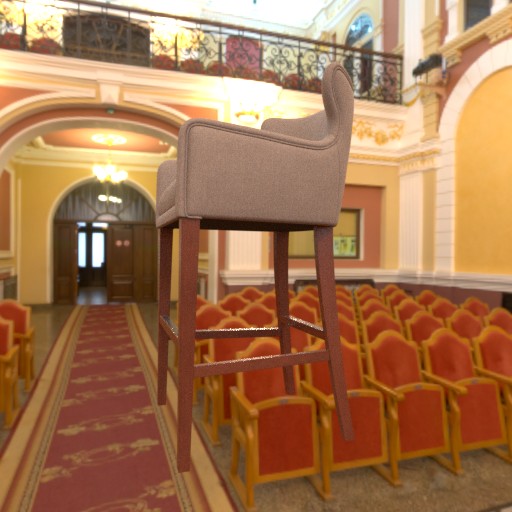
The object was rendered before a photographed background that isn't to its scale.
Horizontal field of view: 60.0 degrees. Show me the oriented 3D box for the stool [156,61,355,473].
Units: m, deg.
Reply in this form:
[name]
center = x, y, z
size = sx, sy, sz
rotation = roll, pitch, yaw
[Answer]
[stool]
center = 0.000, 0.000, 1.406
size = 0.575, 1.047, 0.575
rotation = 0, 1, -18
